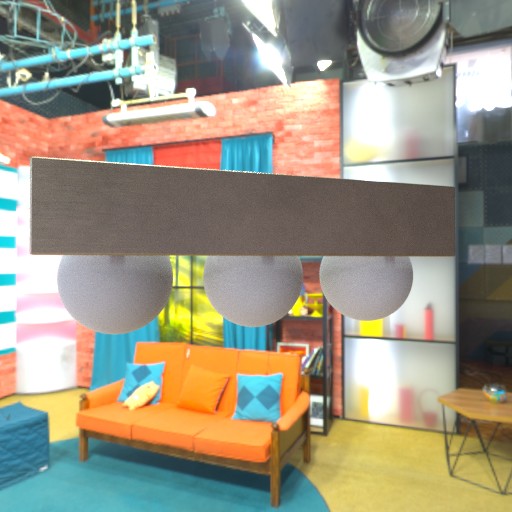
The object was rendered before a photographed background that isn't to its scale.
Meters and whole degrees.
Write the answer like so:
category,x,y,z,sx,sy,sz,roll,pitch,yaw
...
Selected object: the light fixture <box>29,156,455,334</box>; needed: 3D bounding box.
category,x,y,z,sx,sy,sz,roll,pitch,yaw
light fixture,0.000,0.000,0.816,0.721,0.263,0.218,0,-1,-20
